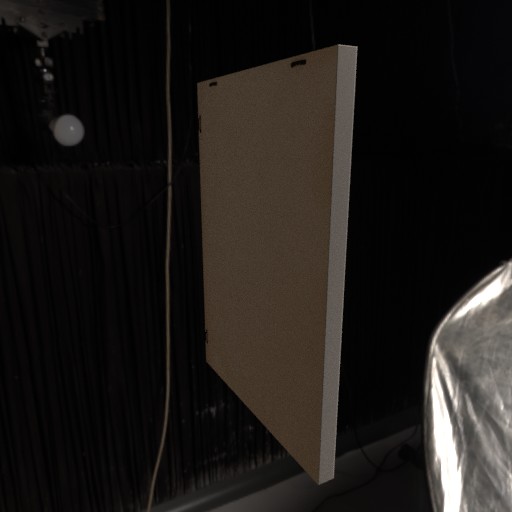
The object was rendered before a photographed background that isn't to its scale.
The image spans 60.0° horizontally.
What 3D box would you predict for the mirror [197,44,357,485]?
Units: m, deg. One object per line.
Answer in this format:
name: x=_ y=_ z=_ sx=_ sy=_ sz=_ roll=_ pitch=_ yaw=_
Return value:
mirror: x=0.000 y=0.000 z=0.907 sx=0.039 sy=0.710 sz=0.507 roll=-8 pitch=17 yaw=-28
